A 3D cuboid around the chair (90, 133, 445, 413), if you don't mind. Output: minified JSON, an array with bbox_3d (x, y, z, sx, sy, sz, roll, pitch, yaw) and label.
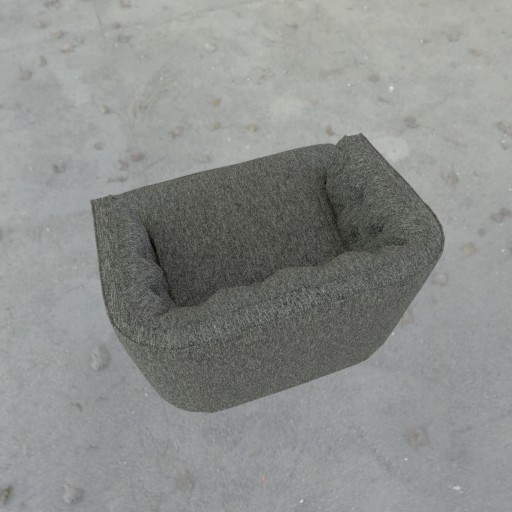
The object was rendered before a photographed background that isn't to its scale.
[{"bbox_3d":[0.000,0.000,1.769,1.104,0.852,0.941,-16,59,-10],"label":"chair"}]
